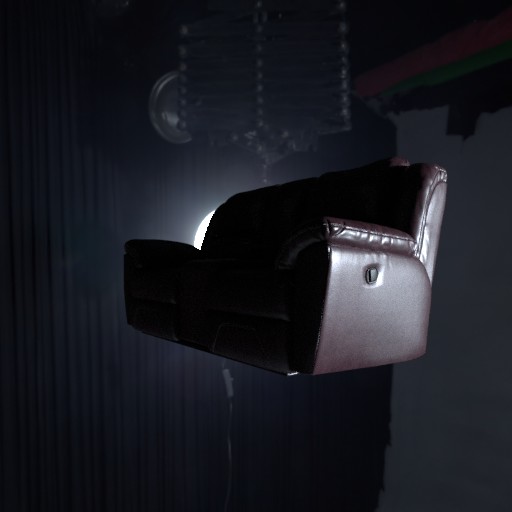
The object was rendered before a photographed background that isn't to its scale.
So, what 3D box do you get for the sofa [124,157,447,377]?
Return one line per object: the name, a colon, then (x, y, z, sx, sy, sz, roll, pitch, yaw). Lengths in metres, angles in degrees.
sofa: (0.000, 0.000, 2.701, 0.991, 1.043, 2.058, 1, -1, -37)
